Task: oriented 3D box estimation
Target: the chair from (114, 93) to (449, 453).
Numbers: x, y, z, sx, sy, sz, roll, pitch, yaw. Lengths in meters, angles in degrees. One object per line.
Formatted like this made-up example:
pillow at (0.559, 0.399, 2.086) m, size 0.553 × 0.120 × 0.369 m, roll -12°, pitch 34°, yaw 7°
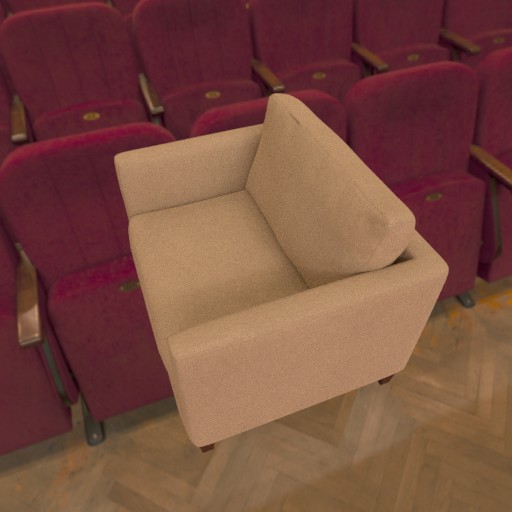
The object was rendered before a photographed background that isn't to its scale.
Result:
chair at (0.000, 0.000, 1.846) m, size 0.959 × 0.961 × 1.107 m, roll -16°, pitch 48°, yaw -15°
